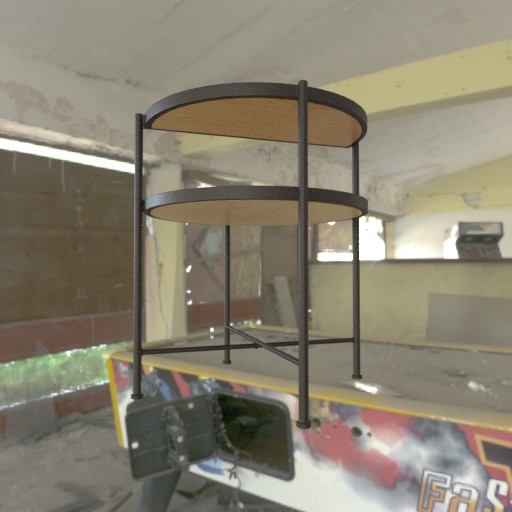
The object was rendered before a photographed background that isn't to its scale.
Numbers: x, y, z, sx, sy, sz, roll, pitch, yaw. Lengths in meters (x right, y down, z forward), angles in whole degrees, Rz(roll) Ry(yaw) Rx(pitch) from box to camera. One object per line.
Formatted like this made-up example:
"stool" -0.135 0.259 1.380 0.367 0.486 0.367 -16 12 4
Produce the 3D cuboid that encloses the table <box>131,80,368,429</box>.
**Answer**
"table" 0.000 0.000 1.164 0.629 0.684 0.628 0 -2 -18
